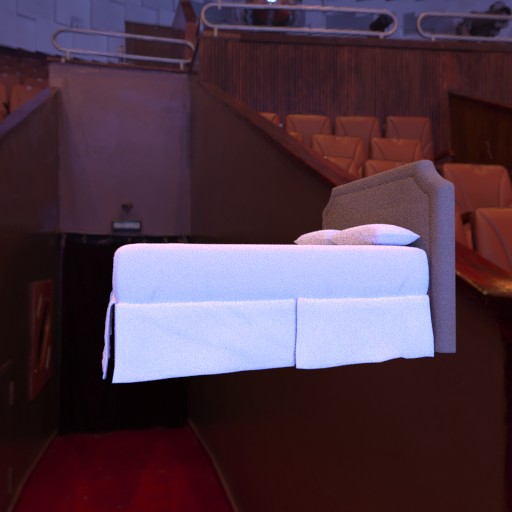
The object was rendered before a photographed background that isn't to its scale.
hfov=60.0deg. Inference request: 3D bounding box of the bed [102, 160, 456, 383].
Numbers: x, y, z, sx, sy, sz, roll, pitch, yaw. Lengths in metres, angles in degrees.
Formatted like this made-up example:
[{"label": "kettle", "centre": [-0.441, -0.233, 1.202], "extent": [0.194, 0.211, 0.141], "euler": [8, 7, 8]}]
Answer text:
[{"label": "bed", "centre": [0.000, 0.000, 3.259], "extent": [2.116, 1.290, 1.693], "euler": [0, 0, -18]}]
